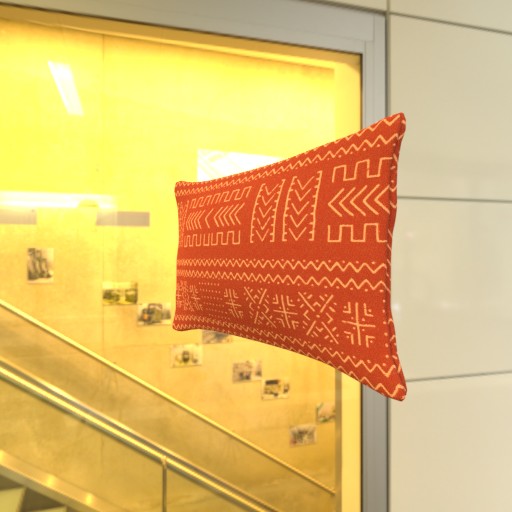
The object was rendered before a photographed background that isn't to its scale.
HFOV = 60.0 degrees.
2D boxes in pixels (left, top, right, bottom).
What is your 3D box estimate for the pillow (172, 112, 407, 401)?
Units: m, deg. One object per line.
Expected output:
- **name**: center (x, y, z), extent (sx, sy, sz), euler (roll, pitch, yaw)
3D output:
- **pillow**: center (0.000, 0.000, 0.797), extent (0.130, 0.352, 0.640), euler (0, 0, -36)
